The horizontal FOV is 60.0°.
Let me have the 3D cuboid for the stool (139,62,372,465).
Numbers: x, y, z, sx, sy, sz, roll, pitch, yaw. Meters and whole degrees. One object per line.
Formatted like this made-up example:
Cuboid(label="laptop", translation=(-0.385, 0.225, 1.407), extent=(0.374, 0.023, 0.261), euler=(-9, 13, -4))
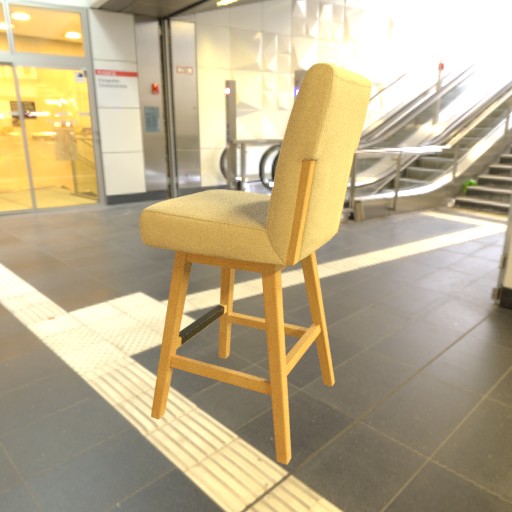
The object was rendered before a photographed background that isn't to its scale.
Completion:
Cuboid(label="stool", translation=(0.000, 0.000, 1.327), extent=(0.543, 1.015, 0.446), euler=(8, 19, 25))
